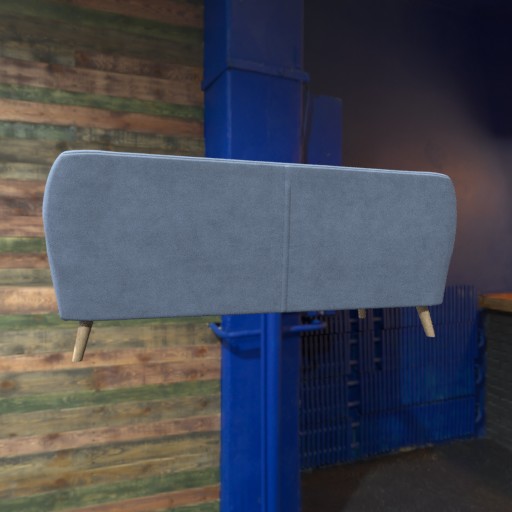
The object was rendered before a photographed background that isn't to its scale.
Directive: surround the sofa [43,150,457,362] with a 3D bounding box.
[{"bbox_3d":[0.000,0.000,2.329,1.970,0.830,0.830,0,1,-18],"label":"sofa"}]
